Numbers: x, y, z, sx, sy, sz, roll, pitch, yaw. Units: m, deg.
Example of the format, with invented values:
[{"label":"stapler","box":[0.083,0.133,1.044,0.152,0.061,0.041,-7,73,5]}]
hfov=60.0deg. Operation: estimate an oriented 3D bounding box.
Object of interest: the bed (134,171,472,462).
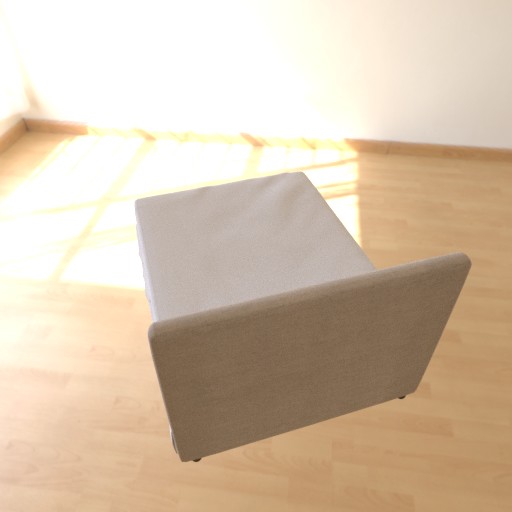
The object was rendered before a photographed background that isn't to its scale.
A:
[{"label":"bed","box":[0.000,0.000,3.254,1.713,1.330,2.162,-12,43,-13]}]
